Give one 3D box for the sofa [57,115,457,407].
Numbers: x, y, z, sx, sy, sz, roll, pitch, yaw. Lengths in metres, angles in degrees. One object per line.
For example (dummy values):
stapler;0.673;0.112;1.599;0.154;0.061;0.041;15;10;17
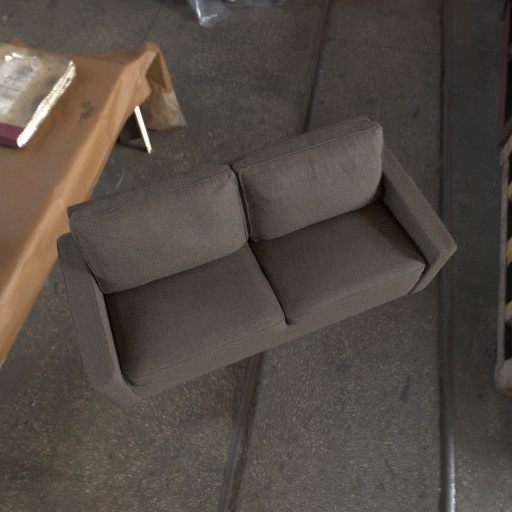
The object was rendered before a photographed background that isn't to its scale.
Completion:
sofa;0.000;0.000;2.576;2.080;0.919;0.940;-19;64;-10
